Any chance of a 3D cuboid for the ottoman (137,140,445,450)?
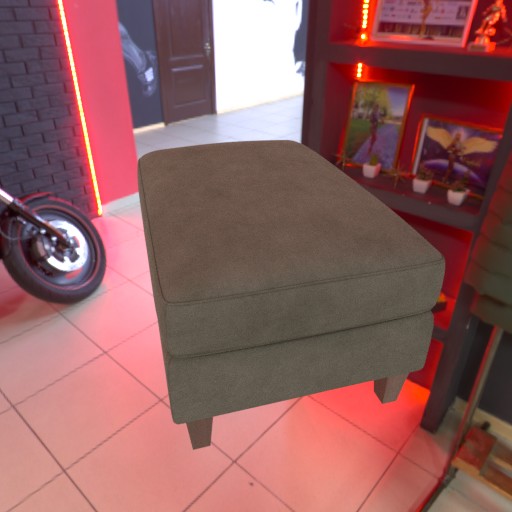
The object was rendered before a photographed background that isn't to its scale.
[{"bbox_3d":[0.000,0.000,1.240,0.584,0.483,0.864,-8,31,-14],"label":"ottoman"}]
